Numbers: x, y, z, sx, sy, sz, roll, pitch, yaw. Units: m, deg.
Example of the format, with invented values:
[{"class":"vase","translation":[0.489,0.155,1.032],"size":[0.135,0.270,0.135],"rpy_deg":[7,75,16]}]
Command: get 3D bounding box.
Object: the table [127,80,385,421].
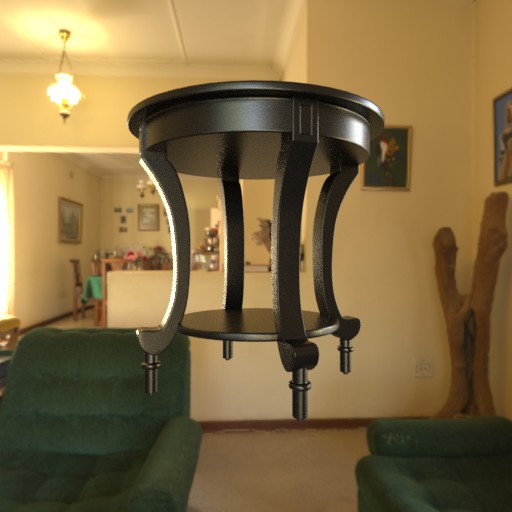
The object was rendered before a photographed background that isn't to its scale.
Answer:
[{"class":"table","translation":[0.000,0.000,1.071],"size":[0.597,0.618,0.597],"rpy_deg":[0,0,0]}]
